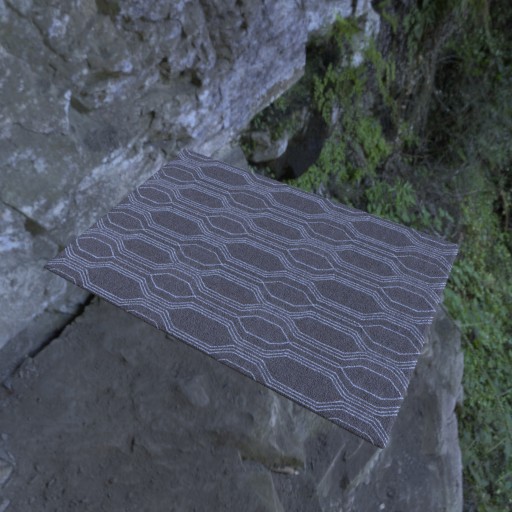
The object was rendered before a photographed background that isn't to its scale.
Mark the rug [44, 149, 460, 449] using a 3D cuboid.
[{"bbox_3d":[0.000,0.000,2.348,1.836,0.012,1.239,23,51,20],"label":"rug"}]
